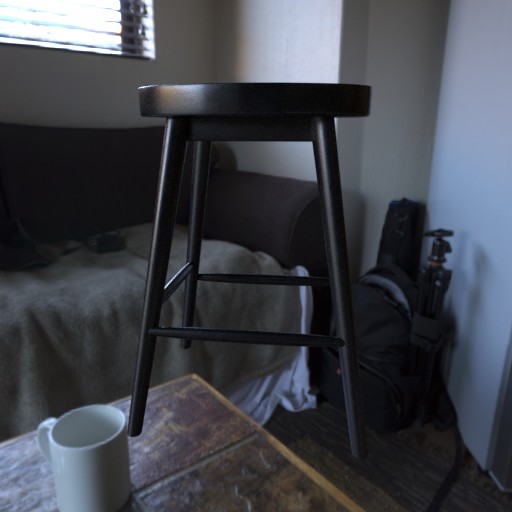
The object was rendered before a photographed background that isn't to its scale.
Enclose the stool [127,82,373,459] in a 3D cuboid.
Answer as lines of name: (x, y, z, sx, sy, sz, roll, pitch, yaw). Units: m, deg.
stool: (0.000, 0.000, 0.873, 0.440, 0.615, 0.361, 2, 17, 7)
